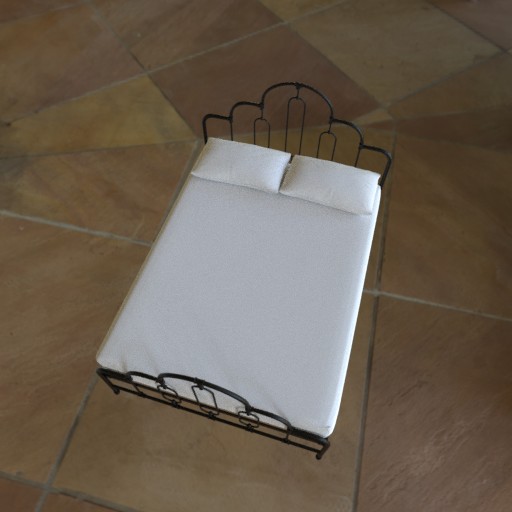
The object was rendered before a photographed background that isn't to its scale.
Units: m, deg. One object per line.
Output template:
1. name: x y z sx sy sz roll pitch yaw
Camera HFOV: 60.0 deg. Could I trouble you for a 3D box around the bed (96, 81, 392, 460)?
1. bed: 0.000 0.000 3.255 1.626 1.444 2.181 14 58 9
